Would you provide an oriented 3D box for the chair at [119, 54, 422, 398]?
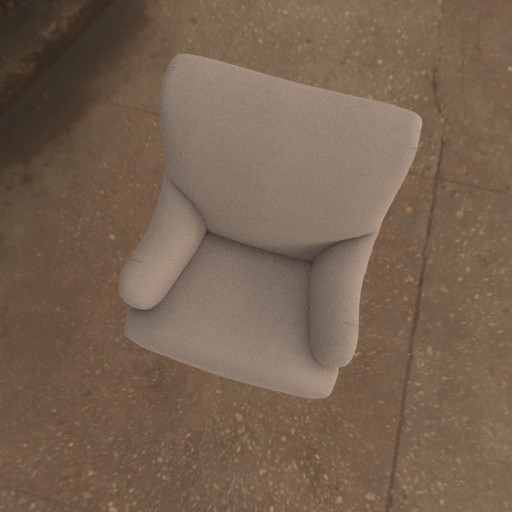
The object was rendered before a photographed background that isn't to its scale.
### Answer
[{"bbox_3d":[0.000,0.000,1.542,0.766,0.942,0.842,16,75,4],"label":"chair"}]
